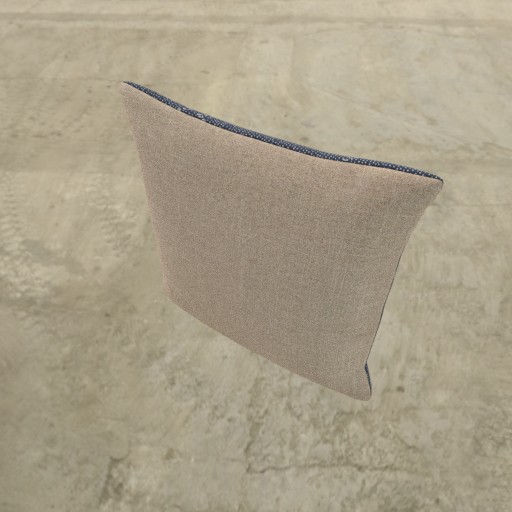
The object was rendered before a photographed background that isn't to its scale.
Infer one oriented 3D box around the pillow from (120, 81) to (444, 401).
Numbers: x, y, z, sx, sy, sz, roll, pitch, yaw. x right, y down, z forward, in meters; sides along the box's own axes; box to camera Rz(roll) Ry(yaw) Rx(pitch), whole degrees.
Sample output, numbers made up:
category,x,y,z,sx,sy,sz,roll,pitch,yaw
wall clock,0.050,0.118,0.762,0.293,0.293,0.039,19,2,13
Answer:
category,x,y,z,sx,sy,sz,roll,pitch,yaw
pillow,0.000,0.000,0.654,0.435,0.428,0.148,24,49,23
